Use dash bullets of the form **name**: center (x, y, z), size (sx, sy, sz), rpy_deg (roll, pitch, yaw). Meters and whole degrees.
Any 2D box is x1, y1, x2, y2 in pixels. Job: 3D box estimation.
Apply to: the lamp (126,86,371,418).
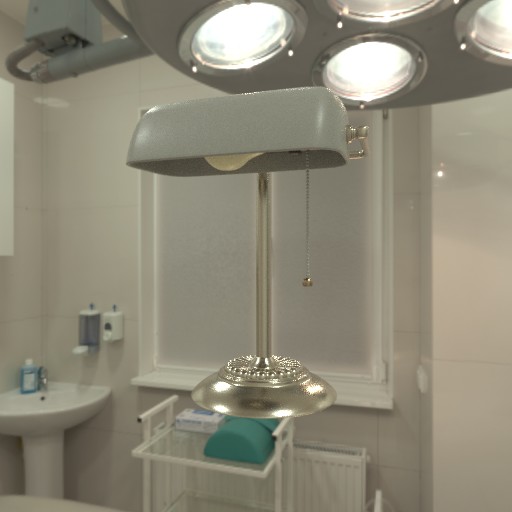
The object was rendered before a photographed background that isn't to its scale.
- **lamp**: center (0.000, 0.000, 0.520), size (0.264, 0.339, 0.243), rpy_deg (0, 0, 18)
